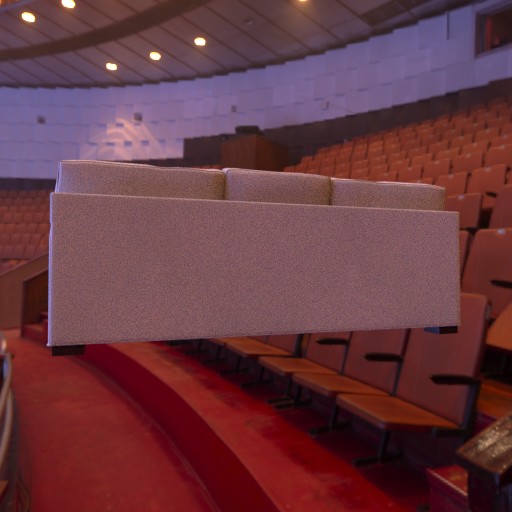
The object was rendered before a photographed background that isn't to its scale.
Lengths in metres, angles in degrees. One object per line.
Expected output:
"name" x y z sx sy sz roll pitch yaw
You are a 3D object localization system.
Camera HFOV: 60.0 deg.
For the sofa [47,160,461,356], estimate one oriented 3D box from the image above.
"sofa" 0.000 0.000 2.569 2.088 0.862 0.935 1 -2 -18
